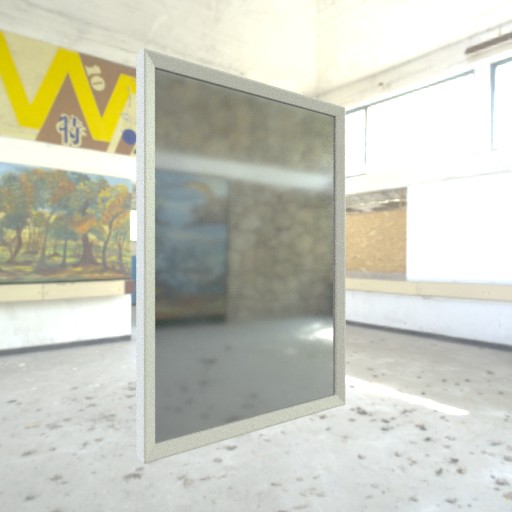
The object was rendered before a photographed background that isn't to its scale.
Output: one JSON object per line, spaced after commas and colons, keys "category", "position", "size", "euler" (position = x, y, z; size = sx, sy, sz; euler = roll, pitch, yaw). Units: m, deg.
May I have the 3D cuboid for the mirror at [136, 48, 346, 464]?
{"category": "mirror", "position": [0.000, 0.000, 0.923], "size": [0.507, 0.710, 0.039], "euler": [0, 0, -37]}
